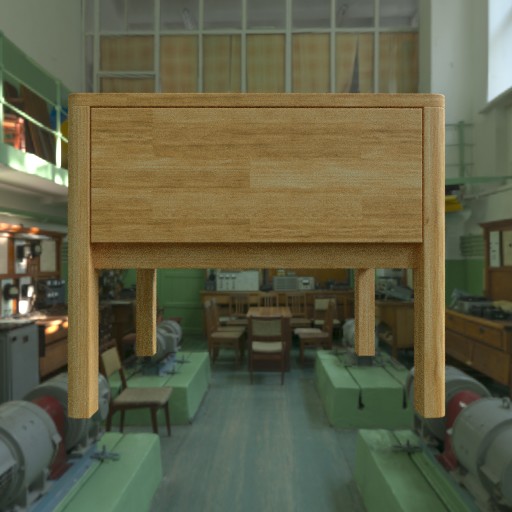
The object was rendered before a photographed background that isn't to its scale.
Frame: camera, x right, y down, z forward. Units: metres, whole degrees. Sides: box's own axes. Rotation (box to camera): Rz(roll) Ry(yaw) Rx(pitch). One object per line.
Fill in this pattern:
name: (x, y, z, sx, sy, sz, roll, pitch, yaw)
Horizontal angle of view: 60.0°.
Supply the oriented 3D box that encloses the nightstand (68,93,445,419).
nightstand: (0.000, 0.000, 0.861, 0.560, 0.470, 0.440, 0, 0, 0)
